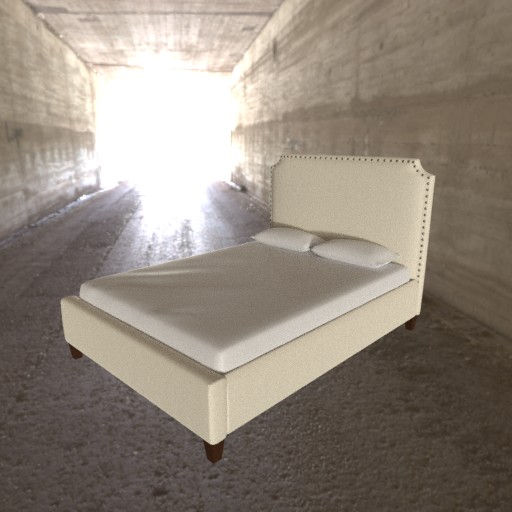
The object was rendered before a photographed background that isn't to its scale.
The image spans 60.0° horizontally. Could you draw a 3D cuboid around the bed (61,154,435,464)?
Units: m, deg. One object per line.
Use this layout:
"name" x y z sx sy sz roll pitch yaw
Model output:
"bed" 0.000 0.000 3.407 1.712 1.443 2.372 14 21 42
